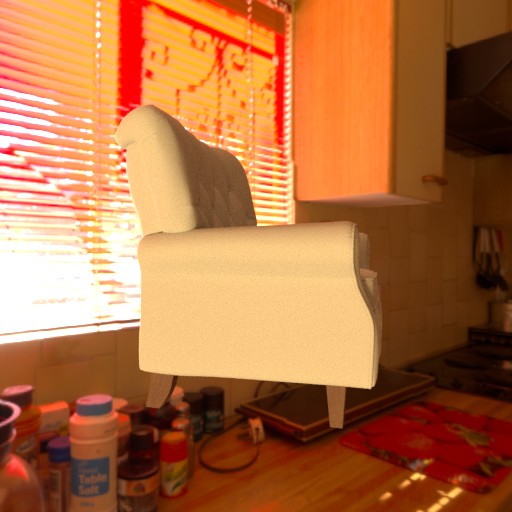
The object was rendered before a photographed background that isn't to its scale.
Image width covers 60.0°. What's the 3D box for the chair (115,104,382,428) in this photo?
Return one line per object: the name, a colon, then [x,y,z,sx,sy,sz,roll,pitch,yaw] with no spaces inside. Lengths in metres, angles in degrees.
chair: [0.000,0.000,2.067,1.128,1.217,1.090,0,0,17]
